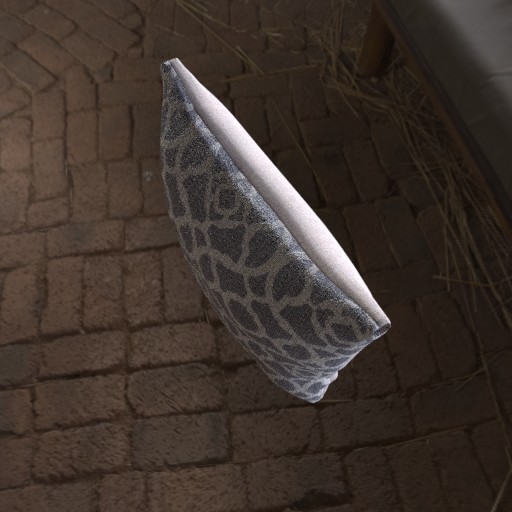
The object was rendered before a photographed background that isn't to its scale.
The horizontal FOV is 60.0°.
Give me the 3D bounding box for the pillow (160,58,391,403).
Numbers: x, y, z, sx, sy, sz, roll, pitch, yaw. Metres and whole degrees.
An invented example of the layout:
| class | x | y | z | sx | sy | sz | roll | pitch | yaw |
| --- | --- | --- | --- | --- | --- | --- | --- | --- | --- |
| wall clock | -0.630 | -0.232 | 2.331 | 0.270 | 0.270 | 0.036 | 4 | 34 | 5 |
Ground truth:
| class | x | y | z | sx | sy | sz | roll | pitch | yaw |
| --- | --- | --- | --- | --- | --- | --- | --- | --- | --- |
| pillow | 0.000 | 0.000 | 0.792 | 0.215 | 0.498 | 0.508 | -30 | 68 | -14 |
